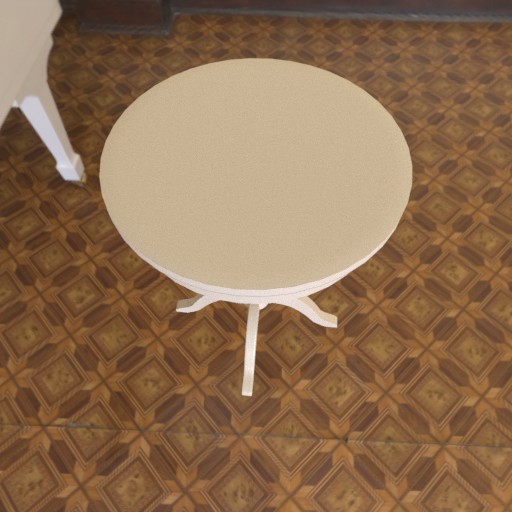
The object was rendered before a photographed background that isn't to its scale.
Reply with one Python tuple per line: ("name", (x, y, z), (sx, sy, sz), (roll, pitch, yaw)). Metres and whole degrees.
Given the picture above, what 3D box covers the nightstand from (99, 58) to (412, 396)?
("nightstand", (0.000, 0.000, 1.014), (0.513, 0.653, 0.513), (13, 59, 8))
